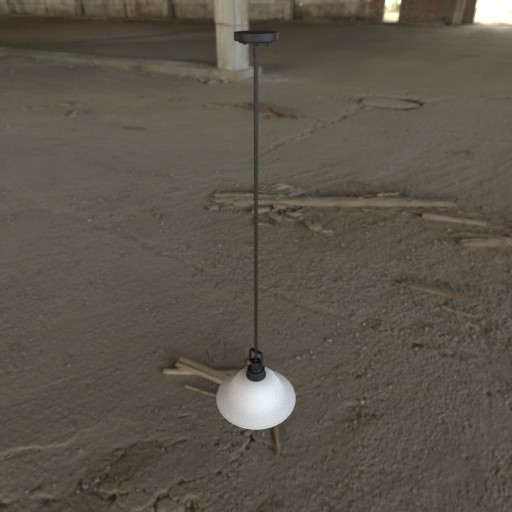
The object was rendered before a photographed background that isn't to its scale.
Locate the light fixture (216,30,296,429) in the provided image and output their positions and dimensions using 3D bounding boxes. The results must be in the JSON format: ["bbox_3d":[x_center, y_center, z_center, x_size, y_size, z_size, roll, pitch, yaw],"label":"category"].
[{"bbox_3d":[0.000,0.000,1.479,0.324,1.337,0.324,18,35,28],"label":"light fixture"}]
